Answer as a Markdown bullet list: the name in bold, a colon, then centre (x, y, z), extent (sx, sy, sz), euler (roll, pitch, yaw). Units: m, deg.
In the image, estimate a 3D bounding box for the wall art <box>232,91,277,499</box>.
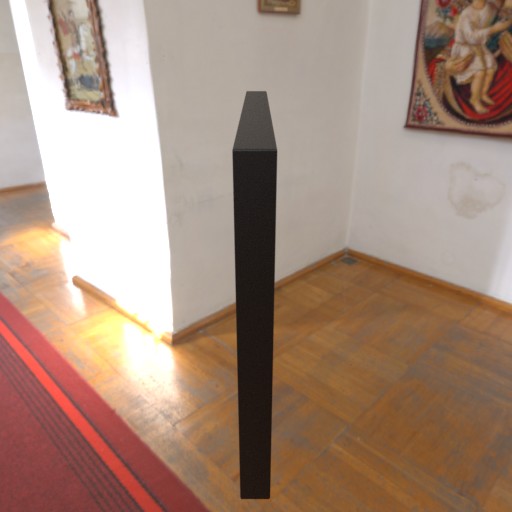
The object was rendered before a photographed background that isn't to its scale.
- **wall art**: centre (0.000, 0.000, 0.521), extent (0.028, 0.330, 0.380), euler (0, 26, 0)
